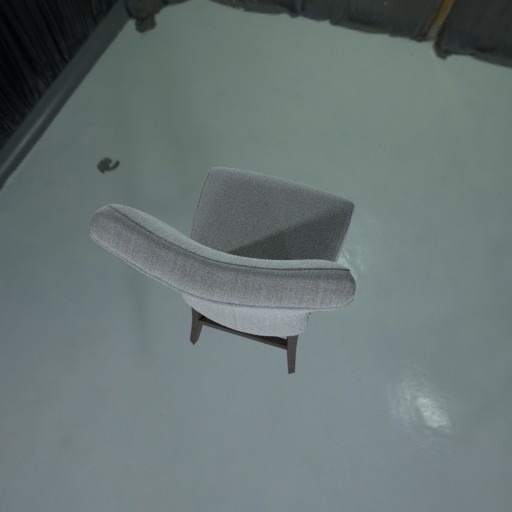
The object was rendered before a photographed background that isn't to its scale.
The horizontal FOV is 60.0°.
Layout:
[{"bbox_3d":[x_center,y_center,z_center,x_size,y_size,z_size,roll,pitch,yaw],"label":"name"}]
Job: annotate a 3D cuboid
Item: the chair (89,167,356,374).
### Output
[{"bbox_3d":[0.000,0.000,1.349,0.520,0.991,0.660,15,64,8],"label":"chair"}]
